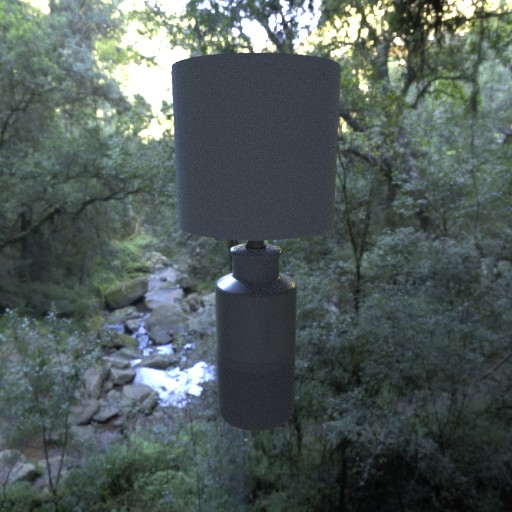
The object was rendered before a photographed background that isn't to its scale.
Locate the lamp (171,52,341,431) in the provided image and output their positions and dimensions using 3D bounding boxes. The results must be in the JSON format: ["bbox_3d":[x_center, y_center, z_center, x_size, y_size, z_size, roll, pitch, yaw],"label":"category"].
[{"bbox_3d":[0.000,0.000,0.625,0.212,0.493,0.212,2,15,7],"label":"lamp"}]
